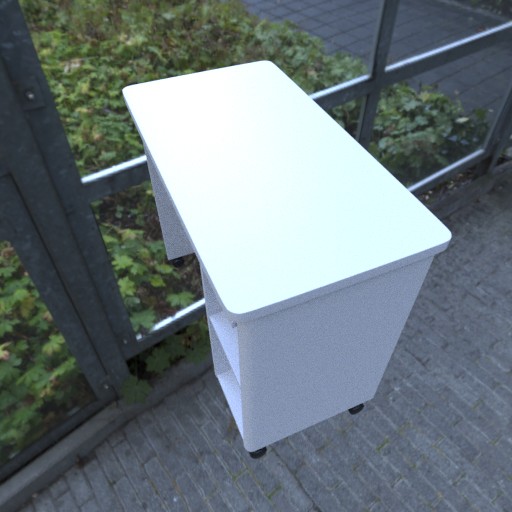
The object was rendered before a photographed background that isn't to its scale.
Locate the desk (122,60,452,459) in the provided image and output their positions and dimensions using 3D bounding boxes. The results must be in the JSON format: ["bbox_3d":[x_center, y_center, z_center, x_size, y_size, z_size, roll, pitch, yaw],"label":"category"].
[{"bbox_3d":[0.000,0.000,1.343,0.475,0.763,0.877,-18,50,-16],"label":"desk"}]
